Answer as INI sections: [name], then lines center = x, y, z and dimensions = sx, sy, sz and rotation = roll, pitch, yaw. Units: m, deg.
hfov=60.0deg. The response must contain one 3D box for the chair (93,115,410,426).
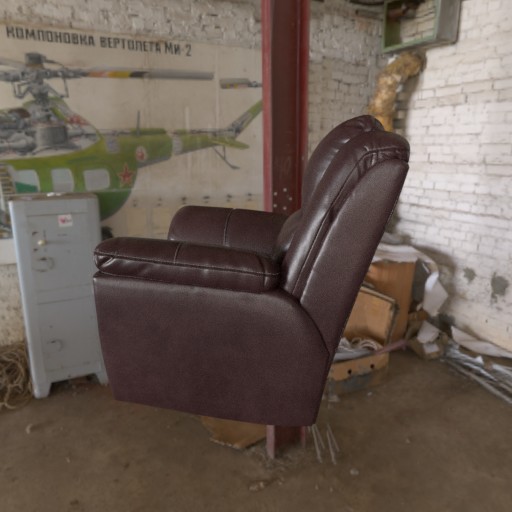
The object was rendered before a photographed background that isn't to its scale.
[chair]
center = 0.000, 0.000, 1.855
dimensions = 1.041, 1.093, 0.990
rotation = 2, 14, 9
